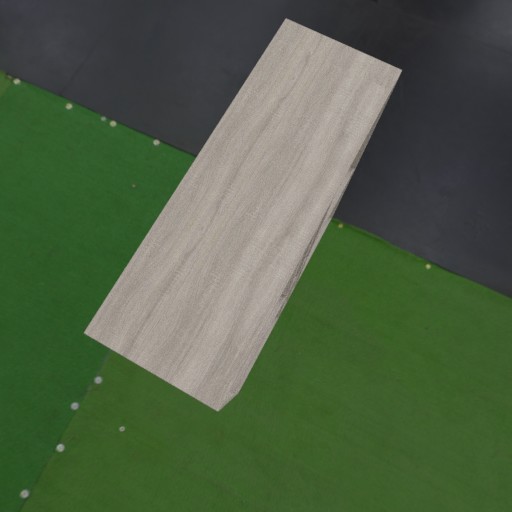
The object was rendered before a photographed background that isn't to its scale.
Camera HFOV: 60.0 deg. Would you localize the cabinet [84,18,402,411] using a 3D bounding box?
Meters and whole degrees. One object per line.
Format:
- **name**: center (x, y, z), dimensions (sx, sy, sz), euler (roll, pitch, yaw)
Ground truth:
- **cabinet**: center (0.000, 0.000, 1.902), dimensions (0.398, 1.388, 1.111), euler (28, 77, 7)
